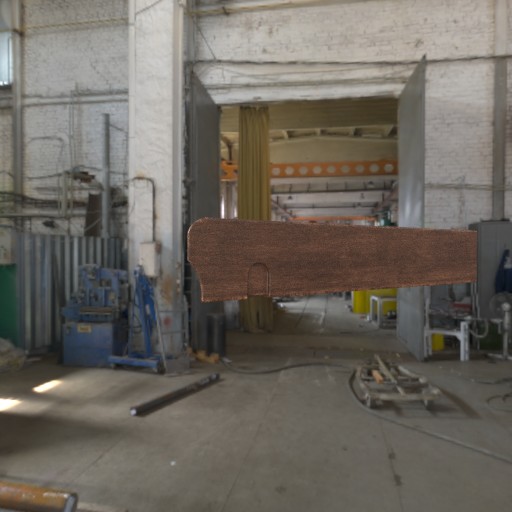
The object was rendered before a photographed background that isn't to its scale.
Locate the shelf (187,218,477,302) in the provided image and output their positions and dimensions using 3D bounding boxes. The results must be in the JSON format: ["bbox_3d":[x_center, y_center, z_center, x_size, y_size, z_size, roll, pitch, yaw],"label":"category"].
[{"bbox_3d":[0.000,0.000,0.468,0.310,0.050,0.310,0,1,-35],"label":"shelf"}]
